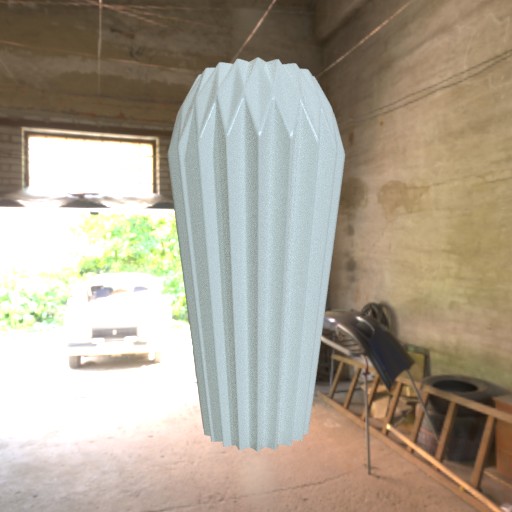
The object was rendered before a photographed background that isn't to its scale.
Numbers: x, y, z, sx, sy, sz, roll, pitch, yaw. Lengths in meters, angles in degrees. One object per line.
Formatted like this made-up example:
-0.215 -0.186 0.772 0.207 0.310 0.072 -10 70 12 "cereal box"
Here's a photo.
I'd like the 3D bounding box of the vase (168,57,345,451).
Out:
0.000 0.000 0.337 0.133 0.263 0.133 0 1 0 "vase"
